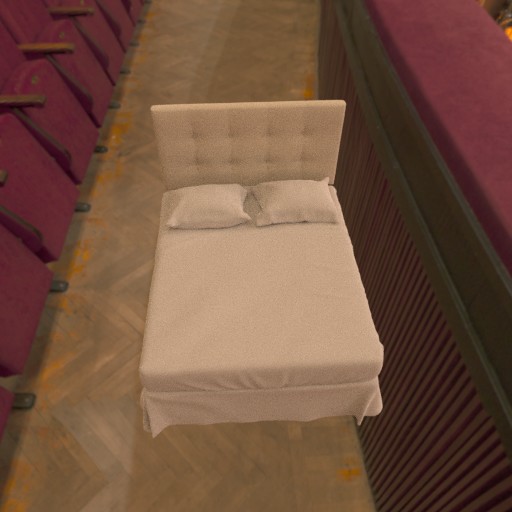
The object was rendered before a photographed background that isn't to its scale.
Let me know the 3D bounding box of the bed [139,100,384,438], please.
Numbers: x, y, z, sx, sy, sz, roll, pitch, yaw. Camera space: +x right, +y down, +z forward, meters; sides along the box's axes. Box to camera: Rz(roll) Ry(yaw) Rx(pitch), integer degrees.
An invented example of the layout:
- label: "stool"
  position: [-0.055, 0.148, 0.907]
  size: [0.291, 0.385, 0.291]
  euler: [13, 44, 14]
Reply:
- label: "bed"
  position: [0.000, 0.000, 3.564]
  size: [1.936, 1.577, 2.222]
  euler: [-2, 47, -2]
